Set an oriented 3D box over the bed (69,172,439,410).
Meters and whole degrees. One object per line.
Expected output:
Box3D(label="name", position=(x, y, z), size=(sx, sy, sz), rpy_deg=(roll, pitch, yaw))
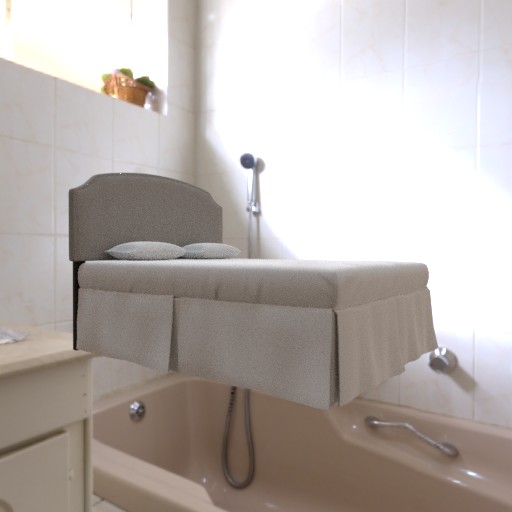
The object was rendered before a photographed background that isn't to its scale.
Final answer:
Box3D(label="bed", position=(0.000, 0.000, 2.991), size=(1.999, 1.270, 1.558), rpy_deg=(0, 1, 36))
